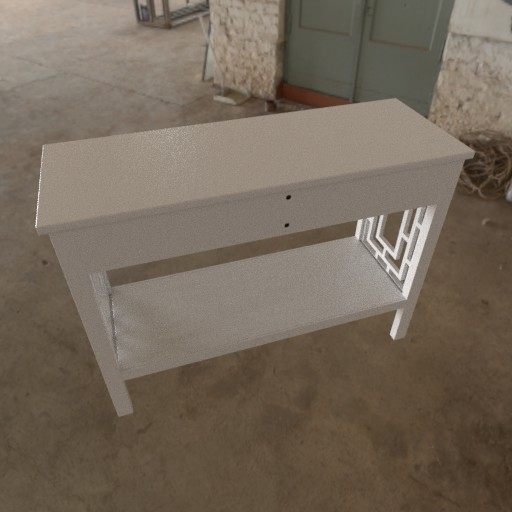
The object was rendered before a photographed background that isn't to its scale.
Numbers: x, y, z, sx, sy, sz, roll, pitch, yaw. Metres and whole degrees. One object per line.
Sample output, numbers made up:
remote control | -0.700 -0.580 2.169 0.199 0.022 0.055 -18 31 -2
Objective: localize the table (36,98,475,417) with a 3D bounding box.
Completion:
table | 0.000 0.000 1.411 1.068 0.753 0.397 -12 42 -14
